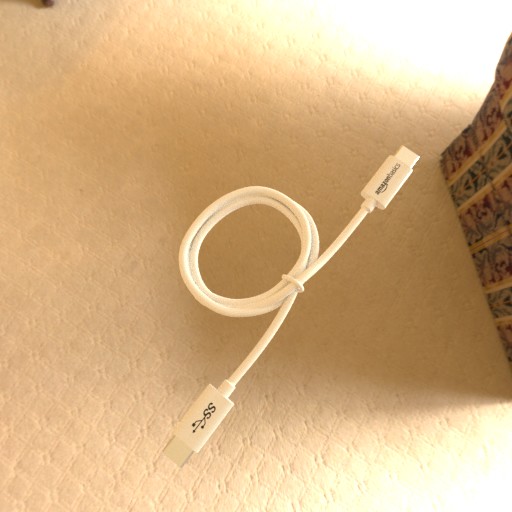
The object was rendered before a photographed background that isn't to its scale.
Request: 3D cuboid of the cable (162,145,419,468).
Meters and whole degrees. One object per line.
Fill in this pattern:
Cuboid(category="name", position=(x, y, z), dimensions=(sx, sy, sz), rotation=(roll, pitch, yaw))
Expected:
Cuboid(category="cable", position=(0.000, 0.000, 0.210), dimensions=(0.070, 0.014, 0.186), rotation=(37, 78, 9))
